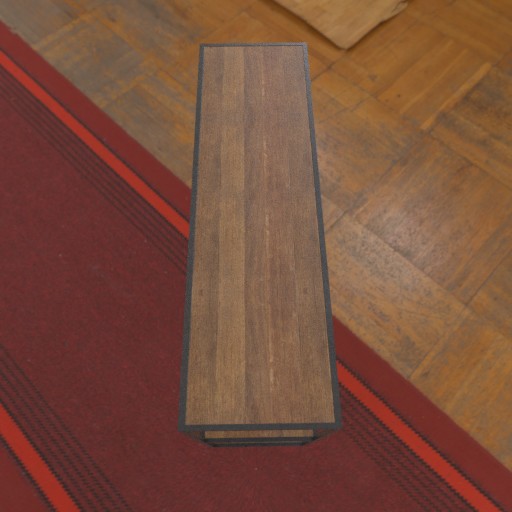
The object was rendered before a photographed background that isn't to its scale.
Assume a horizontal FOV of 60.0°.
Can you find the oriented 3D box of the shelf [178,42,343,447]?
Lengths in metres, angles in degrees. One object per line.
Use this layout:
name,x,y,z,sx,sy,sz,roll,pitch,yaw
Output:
shelf,0.000,0.000,1.555,0.361,0.765,1.201,-1,64,0
